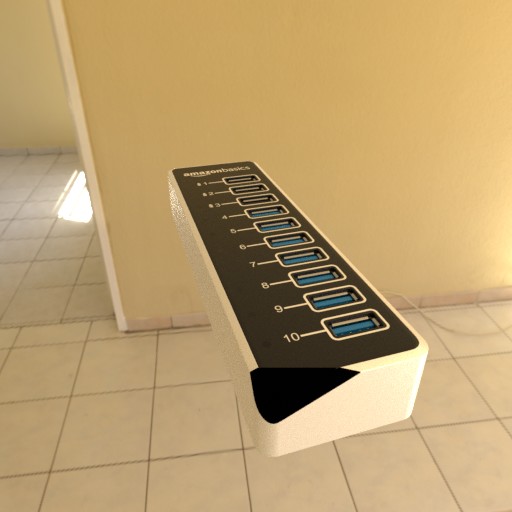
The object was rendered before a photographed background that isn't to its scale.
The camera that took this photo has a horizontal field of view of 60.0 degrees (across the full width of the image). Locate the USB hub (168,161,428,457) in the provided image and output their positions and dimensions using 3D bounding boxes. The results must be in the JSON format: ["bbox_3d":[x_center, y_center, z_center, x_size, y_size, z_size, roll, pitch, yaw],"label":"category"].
[{"bbox_3d":[0.000,0.000,0.164,0.044,0.023,0.145,-9,32,-15],"label":"USB hub"}]
